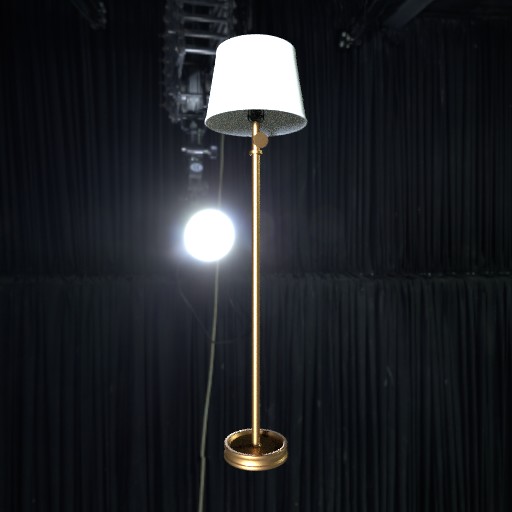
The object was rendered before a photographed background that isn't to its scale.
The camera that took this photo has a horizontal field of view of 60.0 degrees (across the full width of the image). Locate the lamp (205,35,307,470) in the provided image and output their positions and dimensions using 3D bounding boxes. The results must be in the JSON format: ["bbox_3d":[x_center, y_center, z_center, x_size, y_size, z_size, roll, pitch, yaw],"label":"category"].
[{"bbox_3d":[0.000,0.000,0.784,0.178,0.710,0.178,0,1,0],"label":"lamp"}]
